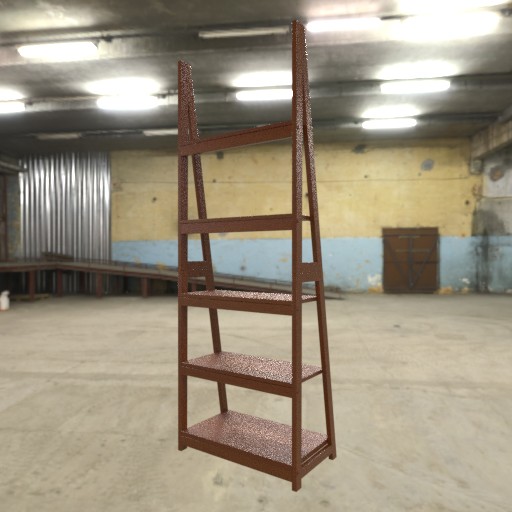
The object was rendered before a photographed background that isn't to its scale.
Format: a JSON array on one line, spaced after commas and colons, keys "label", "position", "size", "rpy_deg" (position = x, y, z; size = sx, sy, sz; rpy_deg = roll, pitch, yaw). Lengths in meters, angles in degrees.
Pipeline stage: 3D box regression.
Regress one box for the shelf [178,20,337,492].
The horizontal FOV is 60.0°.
[{"label": "shelf", "position": [0.000, 0.000, 1.994], "size": [0.630, 1.780, 0.356], "rpy_deg": [0, 0, 35]}]
